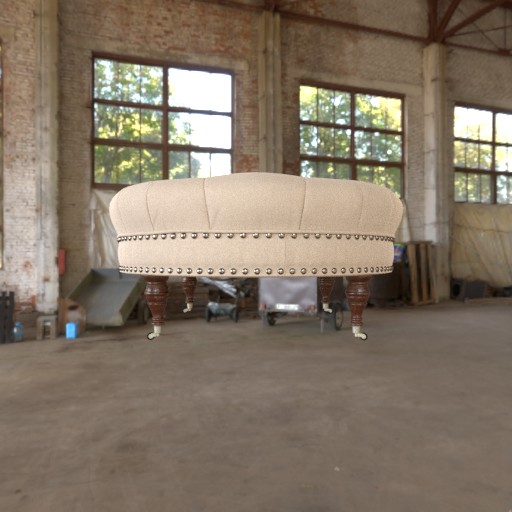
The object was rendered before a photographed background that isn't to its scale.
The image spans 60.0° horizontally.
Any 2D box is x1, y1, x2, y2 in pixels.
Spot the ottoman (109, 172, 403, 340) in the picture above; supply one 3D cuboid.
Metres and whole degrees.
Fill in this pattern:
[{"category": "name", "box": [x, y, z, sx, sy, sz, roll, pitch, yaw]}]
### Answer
[{"category": "ottoman", "box": [0.000, 0.000, 1.431, 0.901, 0.439, 0.901, 0, 0, 0]}]
